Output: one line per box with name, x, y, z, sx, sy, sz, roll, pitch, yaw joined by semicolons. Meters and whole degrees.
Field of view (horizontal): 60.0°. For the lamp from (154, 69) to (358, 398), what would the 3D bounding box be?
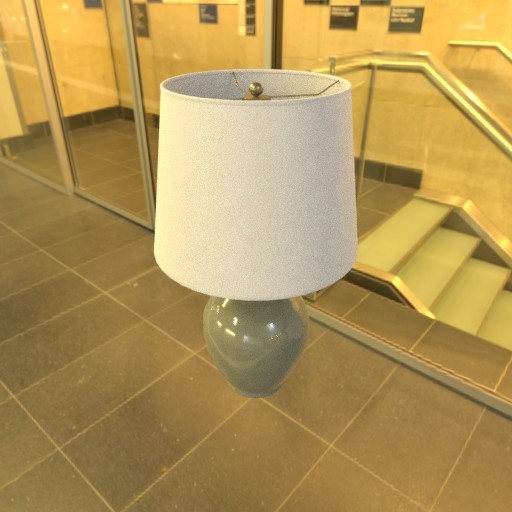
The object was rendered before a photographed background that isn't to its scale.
lamp;0.000;0.000;0.541;0.239;0.399;0.239;0;30;0
